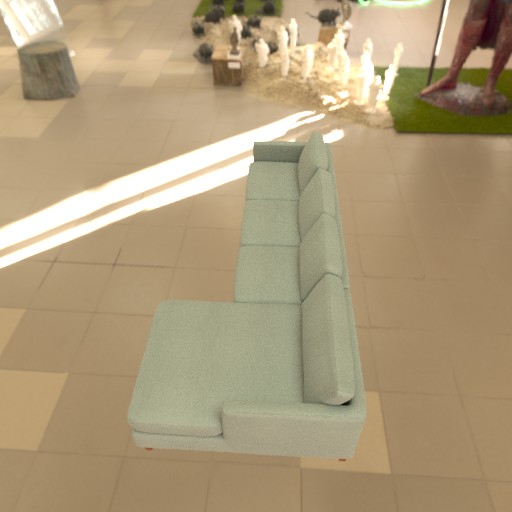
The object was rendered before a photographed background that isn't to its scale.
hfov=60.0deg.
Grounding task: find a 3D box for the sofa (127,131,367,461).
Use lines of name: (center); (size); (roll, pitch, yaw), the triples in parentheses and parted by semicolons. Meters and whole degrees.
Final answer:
sofa: (0.000, 0.000, 4.193); (1.604, 0.950, 3.471); (2, 44, 2)
